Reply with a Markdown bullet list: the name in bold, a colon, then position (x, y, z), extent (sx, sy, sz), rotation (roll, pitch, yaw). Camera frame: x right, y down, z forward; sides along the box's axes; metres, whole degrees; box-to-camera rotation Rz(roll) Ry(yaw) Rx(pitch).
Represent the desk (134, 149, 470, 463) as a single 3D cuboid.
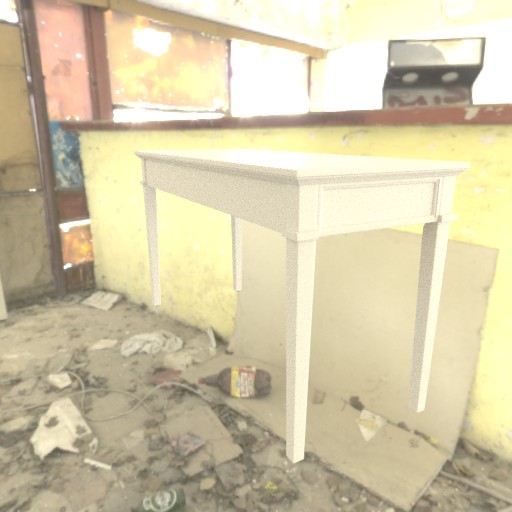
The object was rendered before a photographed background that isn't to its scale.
- **desk**: position (0.000, 0.000, 1.739), extent (0.559, 0.774, 1.372), rotation (-8, 17, -28)
